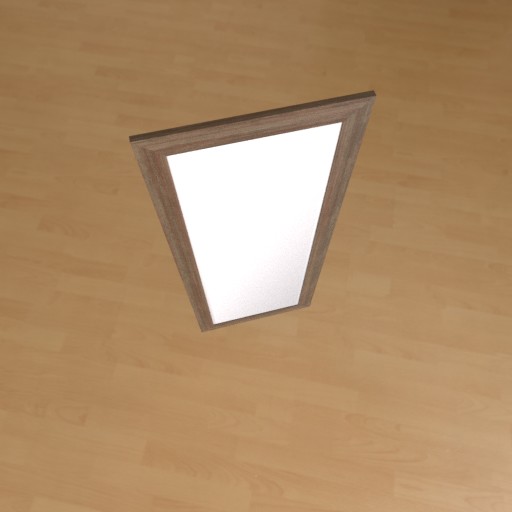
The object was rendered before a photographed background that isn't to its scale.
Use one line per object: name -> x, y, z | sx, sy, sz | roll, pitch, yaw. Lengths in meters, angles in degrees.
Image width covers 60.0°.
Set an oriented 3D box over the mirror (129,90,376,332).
mirror -> 0.000, 0.000, 2.333 | 0.812, 2.032, 0.025 | -13, 64, -6
